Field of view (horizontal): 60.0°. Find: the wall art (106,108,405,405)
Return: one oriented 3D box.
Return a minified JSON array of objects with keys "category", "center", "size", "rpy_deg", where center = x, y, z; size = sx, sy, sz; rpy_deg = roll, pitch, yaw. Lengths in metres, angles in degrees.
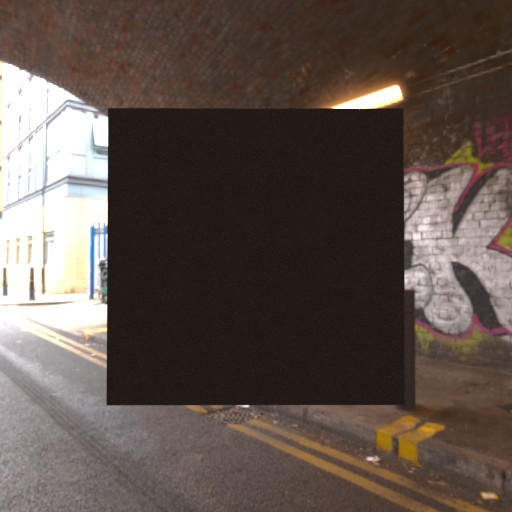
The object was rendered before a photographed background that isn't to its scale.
[{"category":"wall art","center":[0.000,0.000,1.154],"size":[0.762,0.762,0.038],"rpy_deg":[0,-1,0]}]
